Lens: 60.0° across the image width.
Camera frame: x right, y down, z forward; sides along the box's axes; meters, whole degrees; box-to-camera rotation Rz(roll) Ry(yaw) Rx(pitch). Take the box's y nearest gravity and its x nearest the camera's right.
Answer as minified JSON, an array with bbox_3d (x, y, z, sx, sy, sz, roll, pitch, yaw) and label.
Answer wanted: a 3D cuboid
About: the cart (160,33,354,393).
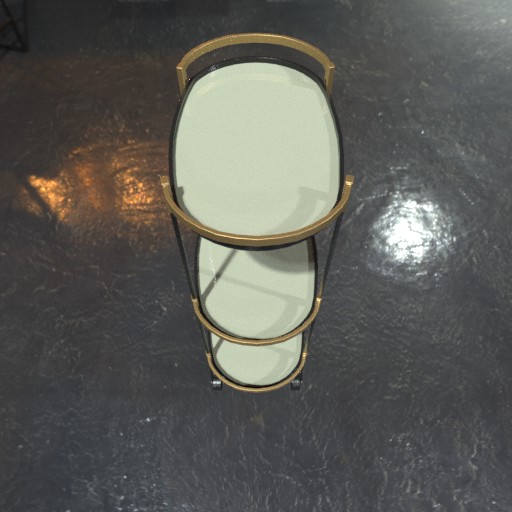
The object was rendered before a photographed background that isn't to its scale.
[{"bbox_3d":[0.000,0.000,1.134,0.311,0.885,0.515,0,57,0],"label":"cart"}]
